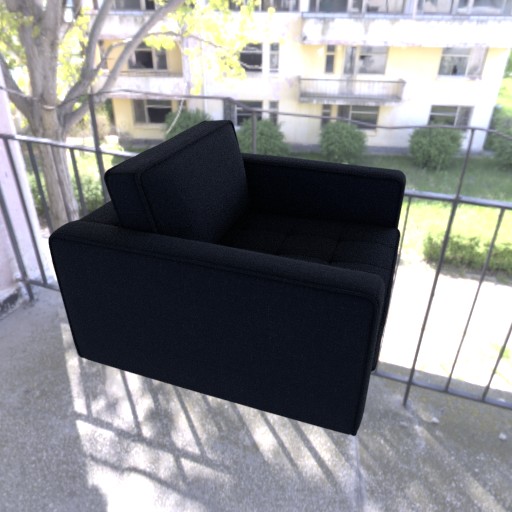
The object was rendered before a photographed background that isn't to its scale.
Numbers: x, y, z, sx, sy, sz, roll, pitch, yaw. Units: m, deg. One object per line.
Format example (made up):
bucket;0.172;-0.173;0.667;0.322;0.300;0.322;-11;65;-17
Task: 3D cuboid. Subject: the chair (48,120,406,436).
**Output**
chair;0.000;0.000;1.532;0.920;0.770;0.899;10;31;17
